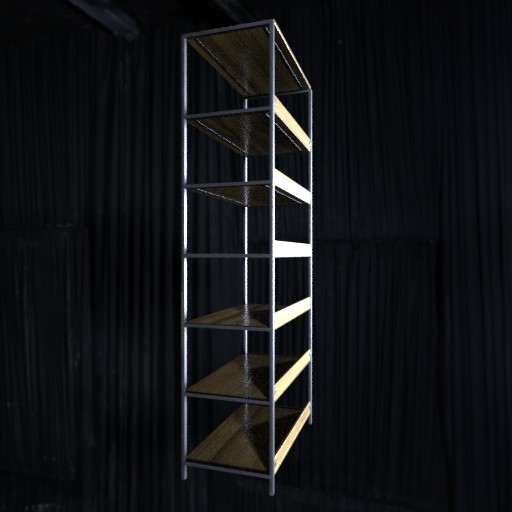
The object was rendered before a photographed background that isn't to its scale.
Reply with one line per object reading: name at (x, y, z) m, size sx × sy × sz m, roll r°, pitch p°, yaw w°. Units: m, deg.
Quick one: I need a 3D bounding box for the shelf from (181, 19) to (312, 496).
shelf at (0.000, 0.000, 2.331) m, size 0.431 × 2.015 × 0.847 m, roll 0°, pitch 0°, yaw 18°
